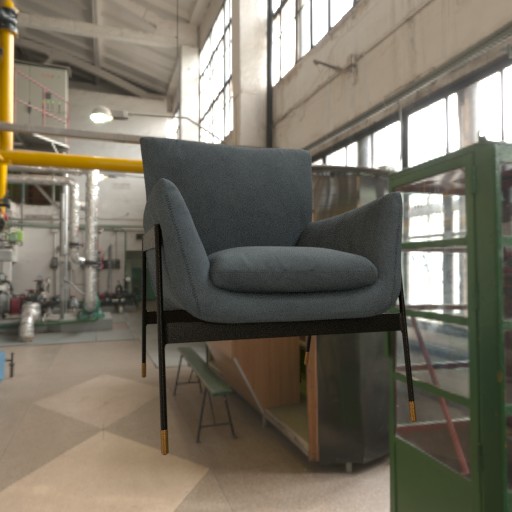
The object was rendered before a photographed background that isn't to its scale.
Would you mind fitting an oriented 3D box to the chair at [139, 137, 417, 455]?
[{"bbox_3d":[0.000,0.000,1.371,0.678,0.858,0.709,0,-1,-18],"label":"chair"}]
